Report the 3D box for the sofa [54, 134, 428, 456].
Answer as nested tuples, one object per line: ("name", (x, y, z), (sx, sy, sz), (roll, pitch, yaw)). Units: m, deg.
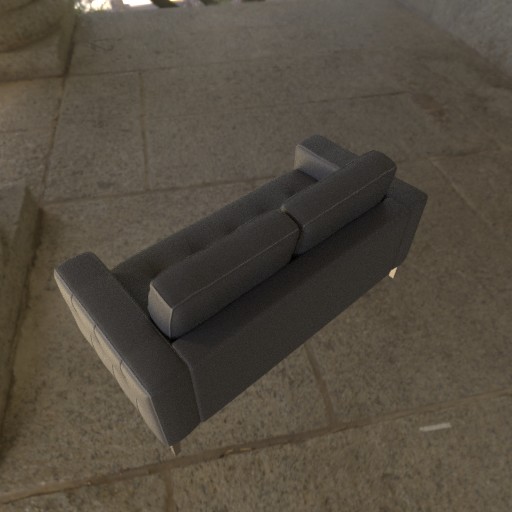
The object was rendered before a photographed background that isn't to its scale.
("sofa", (0.000, 0.000, 2.261), (1.726, 0.892, 0.833), (-32, 55, -27))
